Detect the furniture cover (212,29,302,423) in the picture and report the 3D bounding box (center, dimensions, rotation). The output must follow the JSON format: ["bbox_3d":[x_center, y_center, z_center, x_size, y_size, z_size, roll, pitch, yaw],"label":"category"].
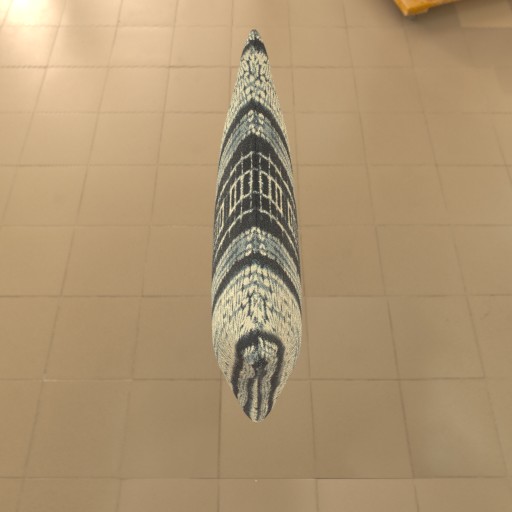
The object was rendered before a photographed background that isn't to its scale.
[{"bbox_3d":[0.000,0.000,0.657,0.133,0.435,0.425,-1,63,0],"label":"furniture cover"}]
